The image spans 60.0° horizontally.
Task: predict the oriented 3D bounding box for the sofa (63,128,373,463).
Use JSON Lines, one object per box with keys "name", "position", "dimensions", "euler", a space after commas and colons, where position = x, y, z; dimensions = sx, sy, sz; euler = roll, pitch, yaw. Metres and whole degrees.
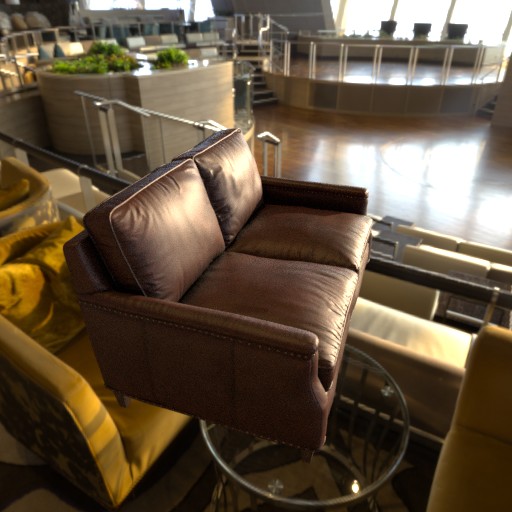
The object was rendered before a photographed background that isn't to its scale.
{"name": "sofa", "position": [0.000, 0.000, 2.329], "dimensions": [1.083, 1.003, 1.628], "euler": [10, 31, 16]}
